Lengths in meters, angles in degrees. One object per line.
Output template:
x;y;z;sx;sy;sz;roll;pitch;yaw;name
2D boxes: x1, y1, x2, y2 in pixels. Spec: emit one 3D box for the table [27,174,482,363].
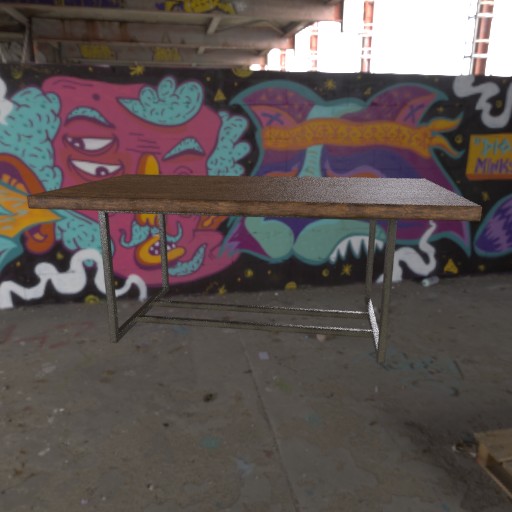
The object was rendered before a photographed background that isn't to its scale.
0.000;0.000;2.527;1.989;0.795;1.078;2;16;9;table
